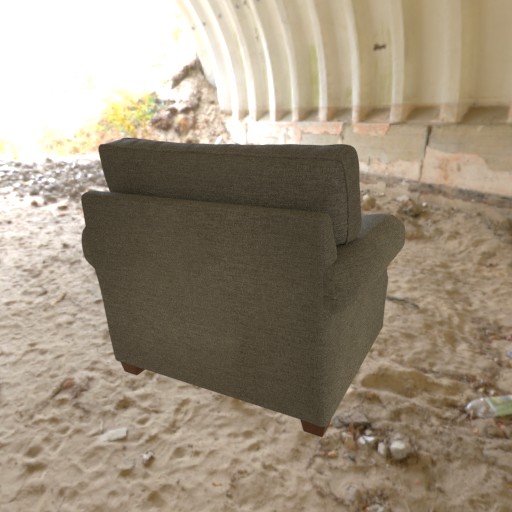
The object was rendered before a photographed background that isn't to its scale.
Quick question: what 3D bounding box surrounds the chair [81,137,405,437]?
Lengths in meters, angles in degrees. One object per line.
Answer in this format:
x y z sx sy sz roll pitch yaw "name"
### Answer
0.000 0.000 1.861 1.092 0.961 0.965 9 19 26 "chair"
